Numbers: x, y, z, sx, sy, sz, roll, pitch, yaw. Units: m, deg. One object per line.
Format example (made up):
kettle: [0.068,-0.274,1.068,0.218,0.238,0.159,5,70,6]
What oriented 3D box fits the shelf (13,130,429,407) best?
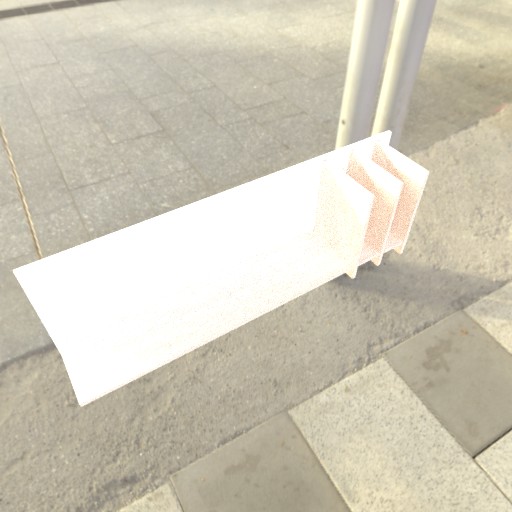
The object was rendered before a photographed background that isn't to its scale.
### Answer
shelf: [0.000,0.000,1.122,1.020,0.300,0.200,-24,50,-22]
